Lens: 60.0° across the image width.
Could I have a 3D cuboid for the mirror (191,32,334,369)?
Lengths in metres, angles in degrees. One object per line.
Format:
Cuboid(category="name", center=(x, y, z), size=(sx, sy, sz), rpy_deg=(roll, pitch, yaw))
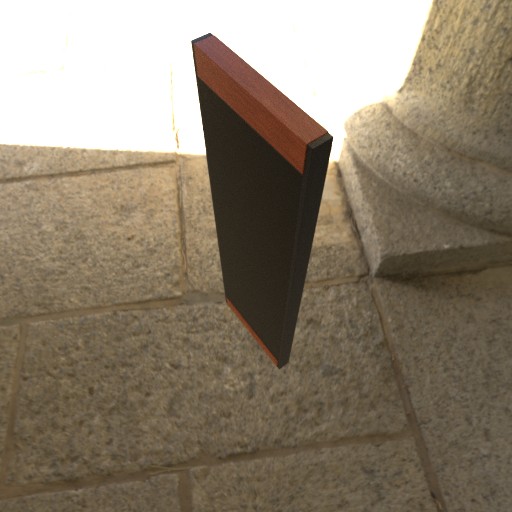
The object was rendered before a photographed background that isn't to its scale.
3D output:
Cuboid(category="mirror", center=(0.000, 0.000, 1.230), size=(0.047, 1.123, 0.343), rpy_deg=(-33, 64, -18))
